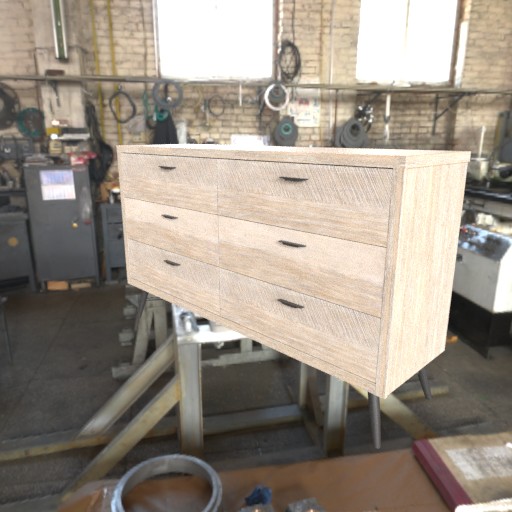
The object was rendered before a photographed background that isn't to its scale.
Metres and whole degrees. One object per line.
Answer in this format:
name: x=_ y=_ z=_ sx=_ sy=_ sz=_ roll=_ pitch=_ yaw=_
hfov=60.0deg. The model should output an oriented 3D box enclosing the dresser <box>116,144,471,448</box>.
dresser: x=0.000 y=0.000 z=1.928 sx=0.457 sy=0.914 sz=1.524 roll=-15 pitch=21 yaw=-43
